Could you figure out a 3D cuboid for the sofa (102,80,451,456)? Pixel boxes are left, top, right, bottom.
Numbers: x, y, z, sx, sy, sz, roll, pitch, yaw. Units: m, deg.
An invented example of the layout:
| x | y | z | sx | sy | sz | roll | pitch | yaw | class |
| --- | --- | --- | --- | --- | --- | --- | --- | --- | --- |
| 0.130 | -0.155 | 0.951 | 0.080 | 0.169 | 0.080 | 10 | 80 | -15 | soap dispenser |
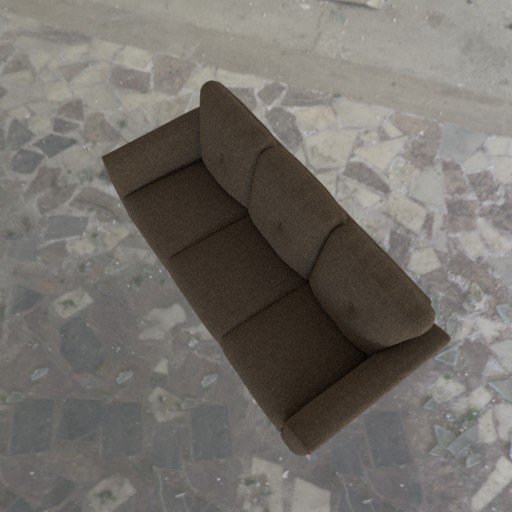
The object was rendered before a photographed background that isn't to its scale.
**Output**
| x | y | z | sx | sy | sz | roll | pitch | yaw | class |
| --- | --- | --- | --- | --- | --- | --- | --- | --- | --- |
| 0.000 | 0.000 | 2.358 | 0.837 | 0.891 | 1.847 | -32 | 67 | -15 | sofa |
